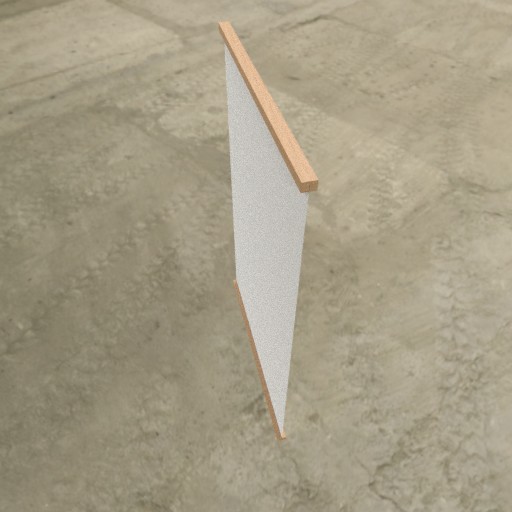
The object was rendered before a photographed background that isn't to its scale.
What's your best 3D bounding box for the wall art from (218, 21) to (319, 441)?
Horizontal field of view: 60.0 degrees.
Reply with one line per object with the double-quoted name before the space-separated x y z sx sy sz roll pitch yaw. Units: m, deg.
"wall art" 0.000 0.000 0.754 0.016 0.611 0.401 -10 48 -10
